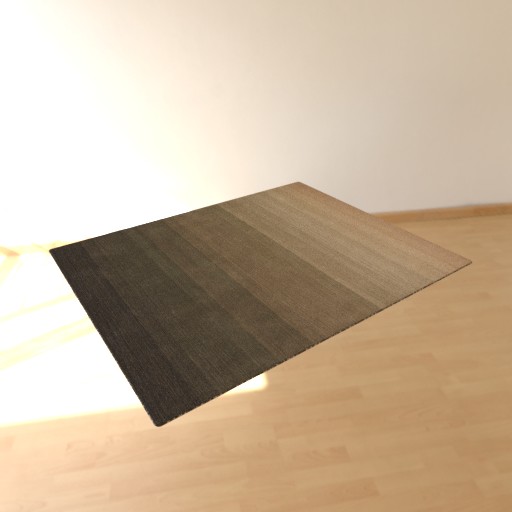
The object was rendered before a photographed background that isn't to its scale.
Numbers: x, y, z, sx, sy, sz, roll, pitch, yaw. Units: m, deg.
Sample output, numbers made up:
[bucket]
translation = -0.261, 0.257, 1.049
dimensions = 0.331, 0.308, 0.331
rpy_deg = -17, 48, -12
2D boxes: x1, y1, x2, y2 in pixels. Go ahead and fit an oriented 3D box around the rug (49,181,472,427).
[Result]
[rug]
translation = 0.000, 0.000, 3.847
dimensions = 2.902, 0.017, 2.306
rpy_deg = -20, 36, -30
